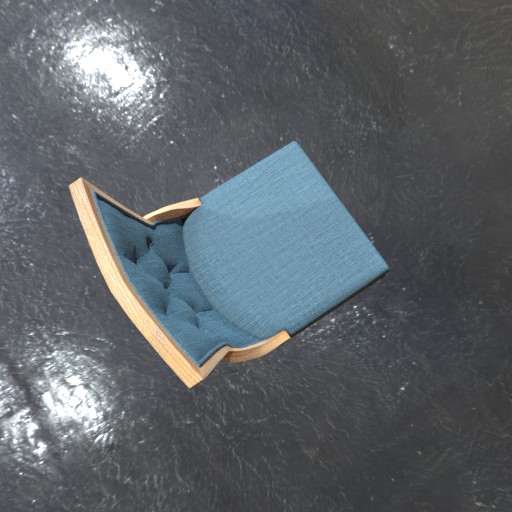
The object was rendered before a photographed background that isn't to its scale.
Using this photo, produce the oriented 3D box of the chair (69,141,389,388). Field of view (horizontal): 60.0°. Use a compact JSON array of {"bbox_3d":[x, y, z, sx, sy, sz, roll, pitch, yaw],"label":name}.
[{"bbox_3d":[0.000,0.000,1.314,0.641,0.947,0.524,-33,79,-7],"label":"chair"}]
